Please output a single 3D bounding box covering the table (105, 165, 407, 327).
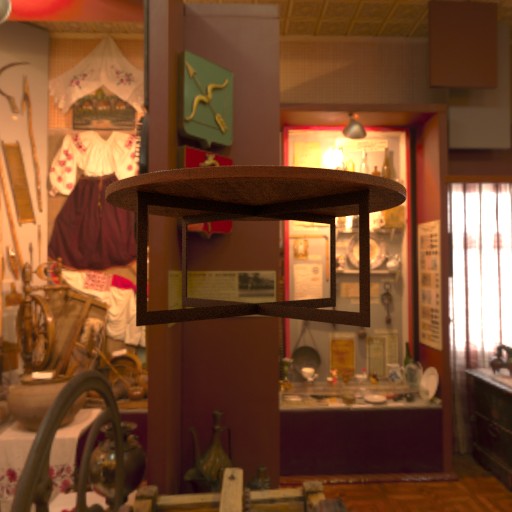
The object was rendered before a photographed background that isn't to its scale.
[{"bbox_3d":[0.000,0.000,1.960,1.264,0.516,1.264,0,-1,0],"label":"table"}]
